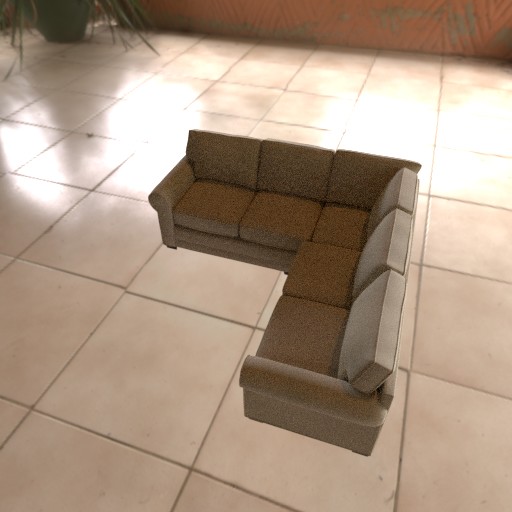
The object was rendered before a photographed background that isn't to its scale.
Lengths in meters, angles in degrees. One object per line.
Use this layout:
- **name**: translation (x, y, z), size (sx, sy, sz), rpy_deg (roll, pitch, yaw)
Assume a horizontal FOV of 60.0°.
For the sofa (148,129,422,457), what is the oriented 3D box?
- **sofa**: translation (0.000, 0.000, 3.844), size (2.487, 1.054, 2.569), rpy_deg (13, 43, 14)
